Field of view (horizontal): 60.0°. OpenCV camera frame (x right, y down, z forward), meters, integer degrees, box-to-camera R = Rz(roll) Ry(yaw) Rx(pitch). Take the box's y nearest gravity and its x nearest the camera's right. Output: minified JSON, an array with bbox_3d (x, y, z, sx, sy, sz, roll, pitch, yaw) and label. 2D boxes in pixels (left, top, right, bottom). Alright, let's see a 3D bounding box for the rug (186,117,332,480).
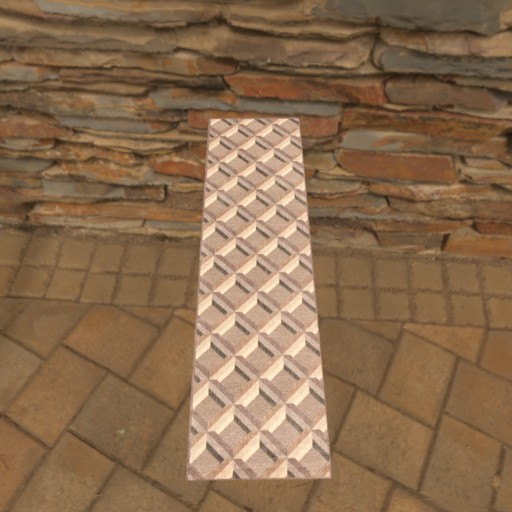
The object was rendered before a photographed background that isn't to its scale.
[{"bbox_3d":[0.000,0.000,2.695,0.685,0.013,2.437,-1,58,0],"label":"rug"}]
